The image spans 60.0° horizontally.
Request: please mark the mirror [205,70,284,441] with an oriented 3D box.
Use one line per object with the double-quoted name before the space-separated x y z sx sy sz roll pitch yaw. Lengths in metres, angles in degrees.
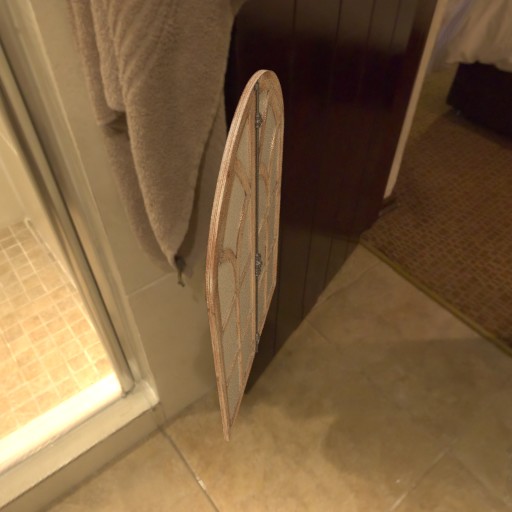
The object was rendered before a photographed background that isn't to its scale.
"mirror" 0.000 0.000 1.140 0.032 0.915 0.609 11 47 10
